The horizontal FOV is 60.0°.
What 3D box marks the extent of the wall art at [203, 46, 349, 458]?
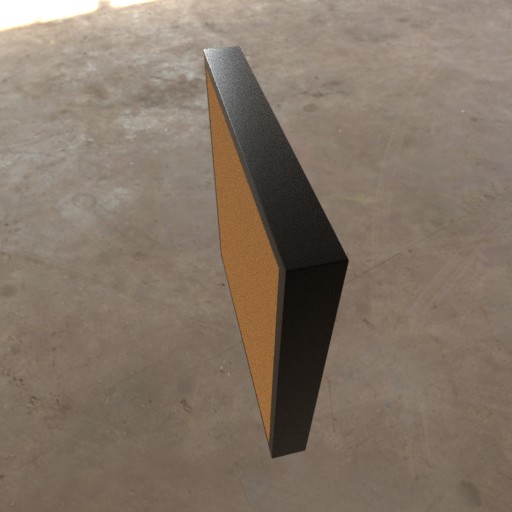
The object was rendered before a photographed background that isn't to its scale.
[{"bbox_3d":[0.000,0.000,0.454,0.037,0.299,0.299,-10,48,-9],"label":"wall art"}]
